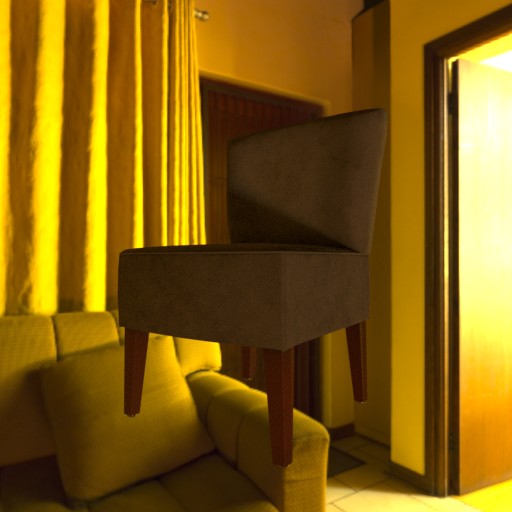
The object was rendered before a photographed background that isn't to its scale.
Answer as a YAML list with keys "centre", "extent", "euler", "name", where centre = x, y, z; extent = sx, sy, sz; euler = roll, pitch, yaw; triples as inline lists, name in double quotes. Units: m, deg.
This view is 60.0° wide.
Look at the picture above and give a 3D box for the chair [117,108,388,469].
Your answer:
- centre: [0.000, 0.000, 1.154]
  extent: [0.521, 0.806, 0.554]
  euler: [0, 0, 36]
  name: "chair"
